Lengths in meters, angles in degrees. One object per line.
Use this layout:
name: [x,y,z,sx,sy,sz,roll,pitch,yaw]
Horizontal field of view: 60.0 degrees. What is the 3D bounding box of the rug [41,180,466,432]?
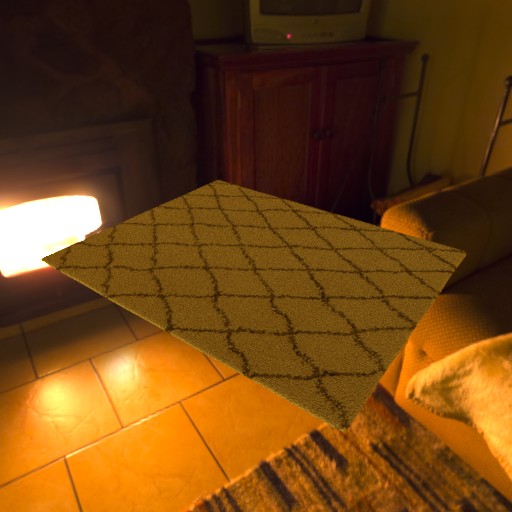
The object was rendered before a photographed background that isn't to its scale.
rug: [0.000,0.000,4.037,3.047,0.029,2.438,21,37,31]
